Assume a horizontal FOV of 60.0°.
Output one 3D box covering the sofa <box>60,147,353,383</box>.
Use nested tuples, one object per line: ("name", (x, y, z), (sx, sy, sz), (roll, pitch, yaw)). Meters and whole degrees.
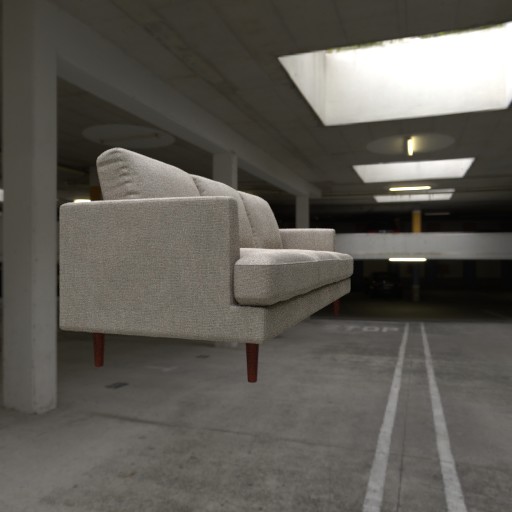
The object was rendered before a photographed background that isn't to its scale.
("sofa", (0.000, 0.000, 2.673), (0.903, 0.930, 2.246), (0, 0, 19))
